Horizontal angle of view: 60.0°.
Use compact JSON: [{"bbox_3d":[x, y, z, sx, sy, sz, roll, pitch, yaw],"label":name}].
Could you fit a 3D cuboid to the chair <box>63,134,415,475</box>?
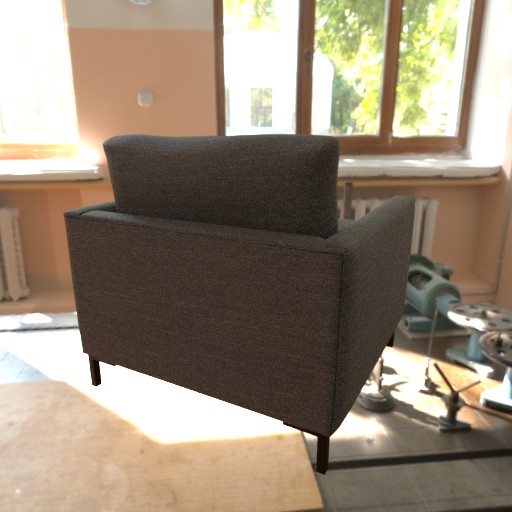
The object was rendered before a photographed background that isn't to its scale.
[{"bbox_3d":[0.000,0.000,1.561,0.940,0.841,0.845,9,19,28],"label":"chair"}]
